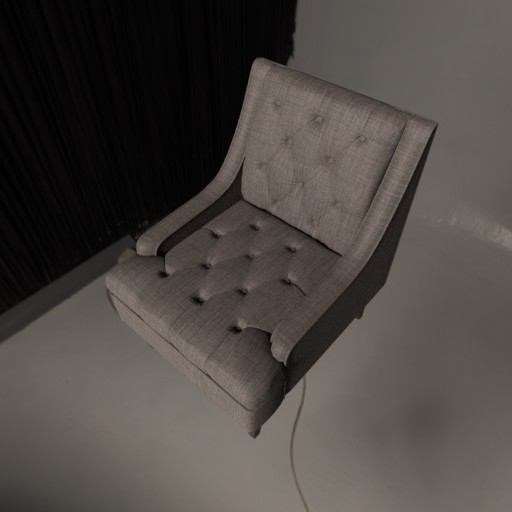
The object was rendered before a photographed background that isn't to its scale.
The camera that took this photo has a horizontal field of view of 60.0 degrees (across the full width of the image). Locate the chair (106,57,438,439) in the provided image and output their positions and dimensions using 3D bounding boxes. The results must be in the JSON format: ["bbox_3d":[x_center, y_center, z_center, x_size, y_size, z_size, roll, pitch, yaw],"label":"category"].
[{"bbox_3d":[0.000,0.000,1.435,0.655,0.891,0.771,33,55,27],"label":"chair"}]
